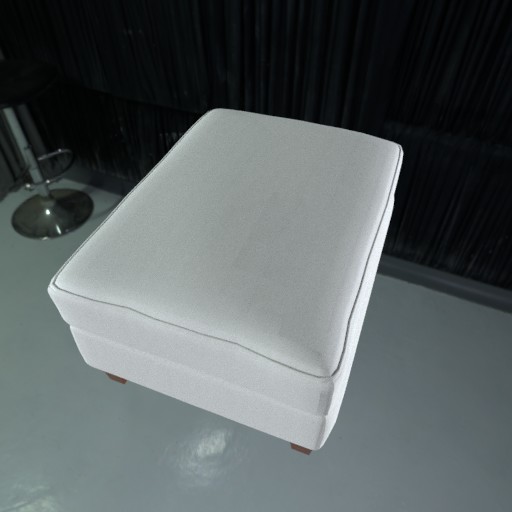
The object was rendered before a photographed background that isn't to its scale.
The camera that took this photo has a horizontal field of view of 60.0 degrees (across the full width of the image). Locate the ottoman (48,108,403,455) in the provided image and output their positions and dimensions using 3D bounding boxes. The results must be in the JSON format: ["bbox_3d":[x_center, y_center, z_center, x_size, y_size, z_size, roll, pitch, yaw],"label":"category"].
[{"bbox_3d":[0.000,0.000,1.206,0.634,0.479,0.818,15,48,14],"label":"ottoman"}]
